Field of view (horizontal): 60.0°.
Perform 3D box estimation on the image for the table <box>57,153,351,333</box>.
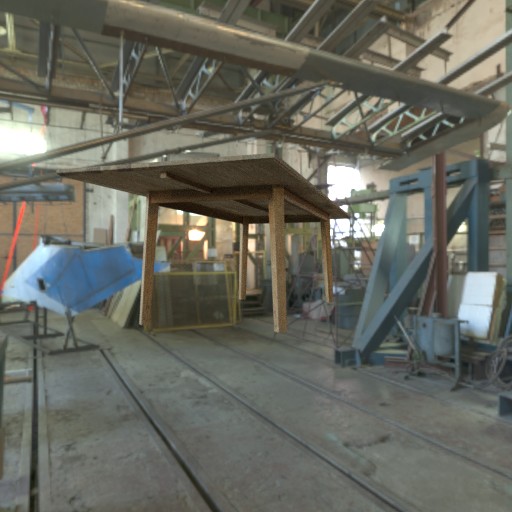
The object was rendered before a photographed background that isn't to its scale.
[{"bbox_3d":[0.000,0.000,3.037,1.000,0.752,2.603,0,0,18],"label":"table"}]
